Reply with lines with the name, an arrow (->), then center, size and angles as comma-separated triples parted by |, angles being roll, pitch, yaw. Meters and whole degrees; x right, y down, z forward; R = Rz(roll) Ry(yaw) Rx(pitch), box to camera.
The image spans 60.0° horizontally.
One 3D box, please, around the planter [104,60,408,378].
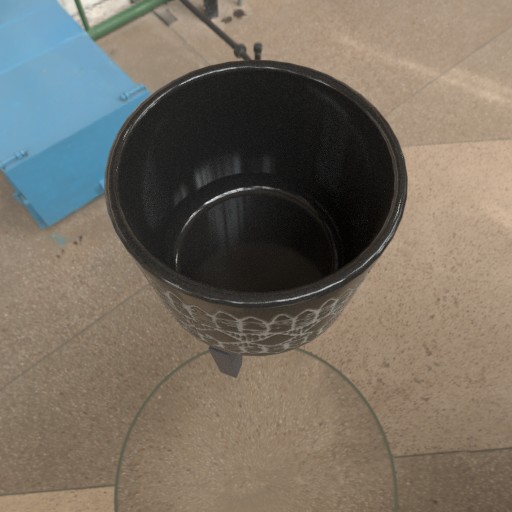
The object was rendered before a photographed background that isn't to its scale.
planter -> 0.000, 0.000, 0.268 | 0.129, 0.177, 0.129 | 0, 63, 0
